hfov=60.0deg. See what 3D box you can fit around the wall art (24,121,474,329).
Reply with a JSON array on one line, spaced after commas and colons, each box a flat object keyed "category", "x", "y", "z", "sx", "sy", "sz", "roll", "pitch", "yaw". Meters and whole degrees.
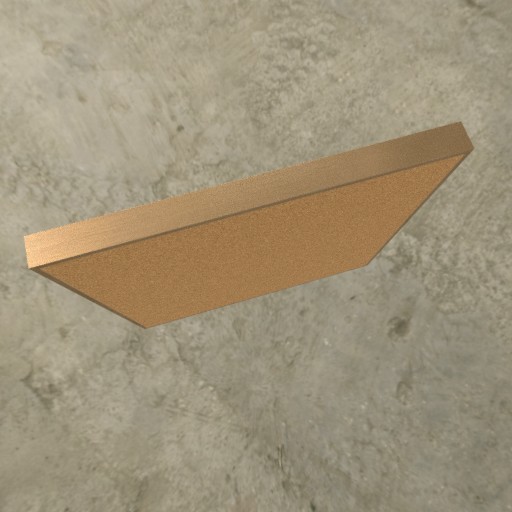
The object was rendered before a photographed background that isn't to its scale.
[{"category": "wall art", "x": 0.000, "y": 0.000, "z": 0.740, "sx": 0.513, "sy": 0.511, "sz": 0.038, "roll": -16, "pitch": 74, "yaw": -5}]
